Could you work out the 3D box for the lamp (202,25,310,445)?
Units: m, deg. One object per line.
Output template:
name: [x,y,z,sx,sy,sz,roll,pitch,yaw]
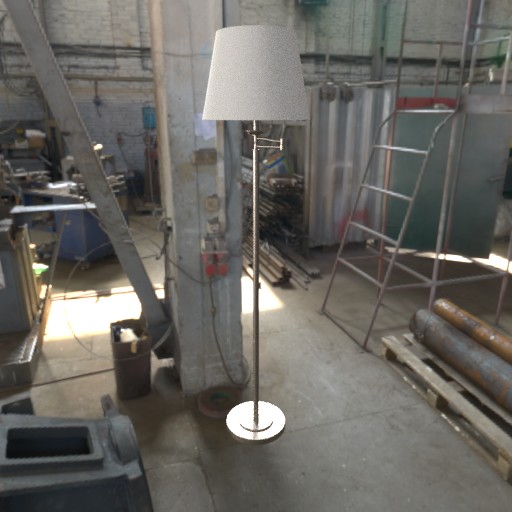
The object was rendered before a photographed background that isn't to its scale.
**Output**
lamp: [0.000,0.000,1.619,0.355,1.473,0.355,0,18,0]
